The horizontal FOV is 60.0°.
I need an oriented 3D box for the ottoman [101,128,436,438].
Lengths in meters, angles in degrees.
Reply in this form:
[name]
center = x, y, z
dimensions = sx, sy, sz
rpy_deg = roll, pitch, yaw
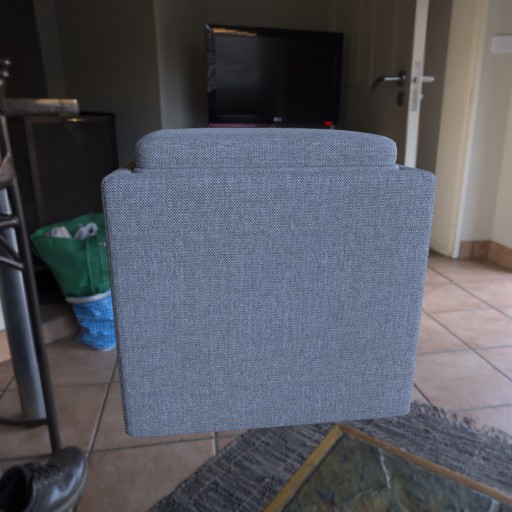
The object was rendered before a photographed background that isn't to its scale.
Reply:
[ottoman]
center = 0.000, 0.000, 0.831
dimensions = 0.450, 0.460, 0.450
rpy_deg = -2, 17, -7
